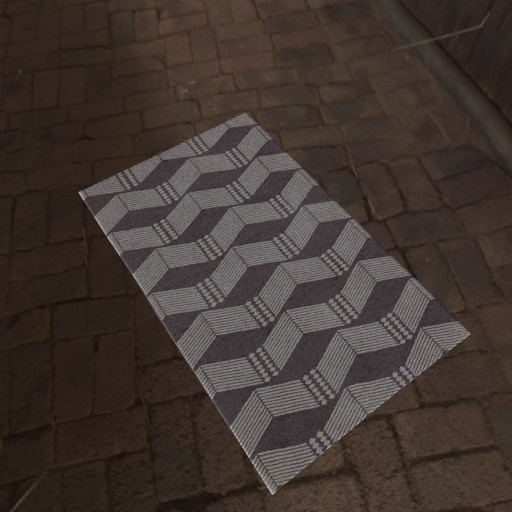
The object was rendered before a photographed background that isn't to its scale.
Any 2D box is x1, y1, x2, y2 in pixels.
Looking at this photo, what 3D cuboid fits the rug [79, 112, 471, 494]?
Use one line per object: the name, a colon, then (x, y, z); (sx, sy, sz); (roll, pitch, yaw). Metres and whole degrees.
rug: (0.000, 0.000, 3.014); (1.517, 0.011, 2.435); (-31, 63, -18)
